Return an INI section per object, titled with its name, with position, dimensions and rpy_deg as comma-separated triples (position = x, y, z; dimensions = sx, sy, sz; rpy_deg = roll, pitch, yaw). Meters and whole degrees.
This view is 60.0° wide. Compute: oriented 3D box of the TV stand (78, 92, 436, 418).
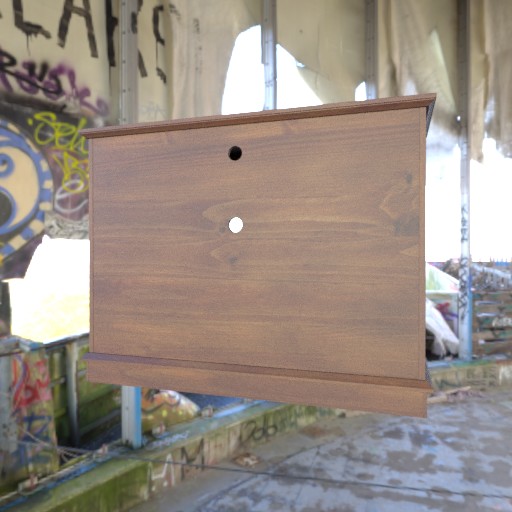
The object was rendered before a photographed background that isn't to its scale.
[TV stand]
position = 0.000, 0.000, 1.454
dimensions = 1.067, 0.813, 0.406
rpy_deg = 0, 1, 18
